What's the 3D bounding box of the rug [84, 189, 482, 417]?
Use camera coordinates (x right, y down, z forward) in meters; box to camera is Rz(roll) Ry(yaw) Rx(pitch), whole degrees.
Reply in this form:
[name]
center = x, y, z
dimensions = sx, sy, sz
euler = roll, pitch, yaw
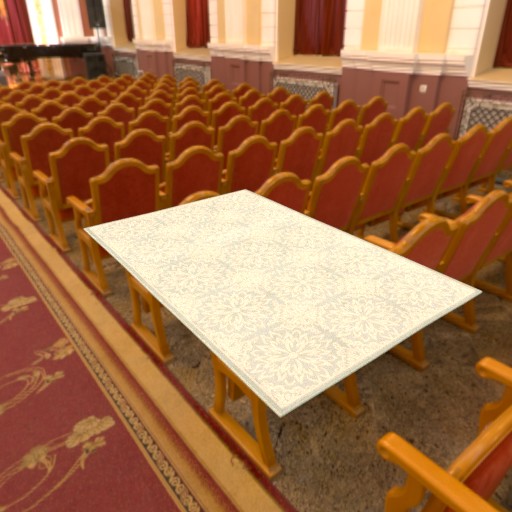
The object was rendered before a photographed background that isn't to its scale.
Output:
[rug]
center = 0.000, 0.000, 2.358
dimensions = 1.219, 0.012, 1.840
euler = -19, 33, -33
